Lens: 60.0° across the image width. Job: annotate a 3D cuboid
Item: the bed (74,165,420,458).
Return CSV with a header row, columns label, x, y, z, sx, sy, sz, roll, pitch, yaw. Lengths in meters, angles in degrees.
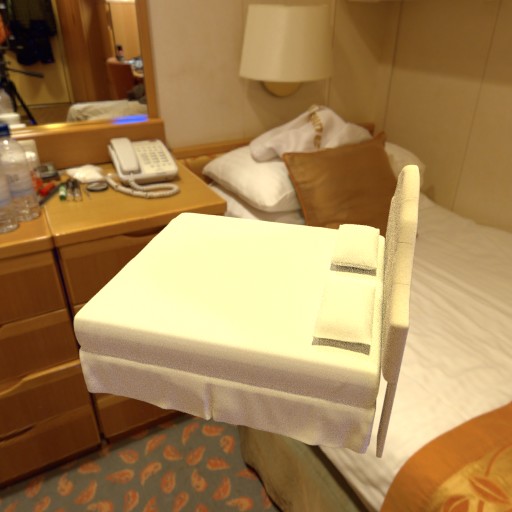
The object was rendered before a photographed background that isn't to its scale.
label,x,y,z,sx,sy,sz,roll,pitch,yaw
bed,0.000,0.000,3.541,2.214,1.615,2.008,8,30,13
